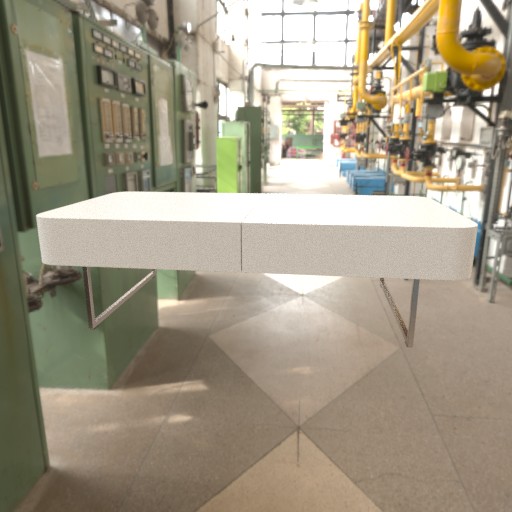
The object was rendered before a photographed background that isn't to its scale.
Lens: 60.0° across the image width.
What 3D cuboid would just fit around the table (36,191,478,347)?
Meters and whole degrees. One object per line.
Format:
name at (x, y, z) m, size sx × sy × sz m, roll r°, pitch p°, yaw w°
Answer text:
table at (0.000, 0.000, 1.475) m, size 1.200 × 0.340 × 0.600 m, roll 2°, pitch 15°, yaw 7°
